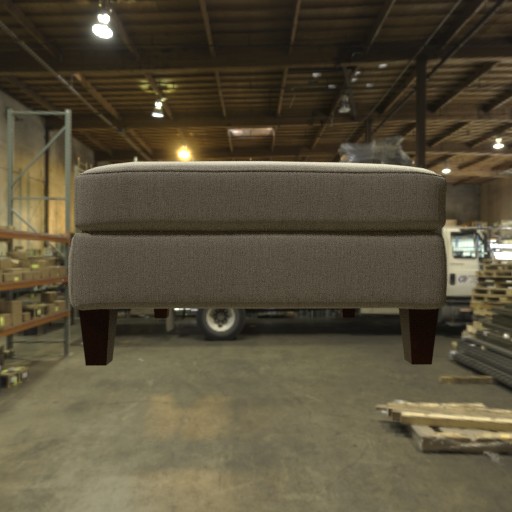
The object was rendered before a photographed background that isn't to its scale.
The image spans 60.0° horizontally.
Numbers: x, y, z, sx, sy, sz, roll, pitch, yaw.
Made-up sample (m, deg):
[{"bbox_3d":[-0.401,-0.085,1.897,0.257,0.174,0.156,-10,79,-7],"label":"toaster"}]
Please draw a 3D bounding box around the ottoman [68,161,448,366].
[{"bbox_3d":[0.000,0.000,1.359,0.838,0.478,0.838,0,0,-1],"label":"ottoman"}]
